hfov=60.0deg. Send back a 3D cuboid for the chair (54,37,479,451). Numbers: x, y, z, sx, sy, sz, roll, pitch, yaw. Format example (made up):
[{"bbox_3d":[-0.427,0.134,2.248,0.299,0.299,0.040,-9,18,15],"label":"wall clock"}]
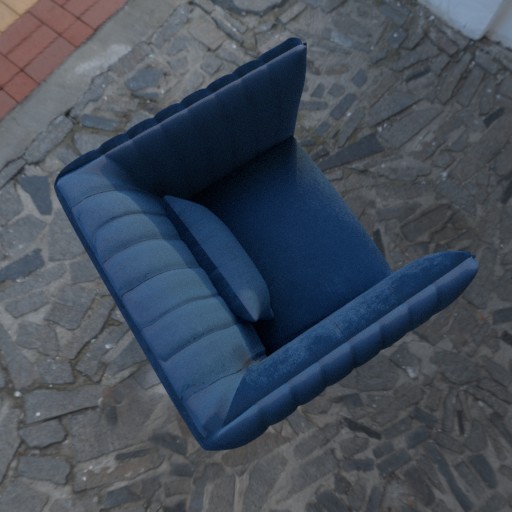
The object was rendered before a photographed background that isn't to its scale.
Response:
[{"bbox_3d":[0.000,0.000,1.541,0.877,0.793,0.947,-32,78,-8],"label":"chair"}]
